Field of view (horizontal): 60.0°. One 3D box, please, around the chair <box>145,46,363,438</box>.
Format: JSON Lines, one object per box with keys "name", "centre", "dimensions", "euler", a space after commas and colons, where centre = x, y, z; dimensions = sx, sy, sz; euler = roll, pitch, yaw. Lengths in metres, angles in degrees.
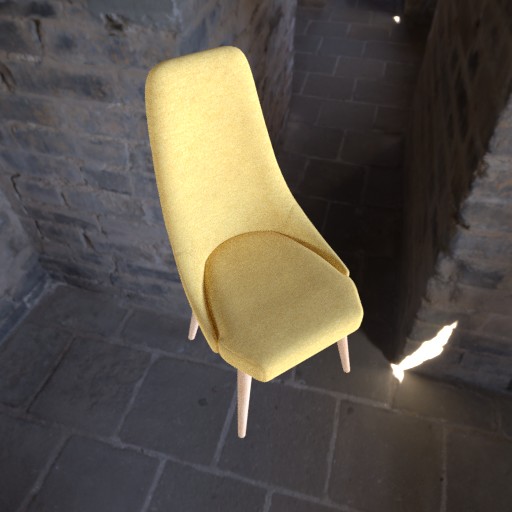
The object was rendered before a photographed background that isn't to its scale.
{"name": "chair", "centre": [0.000, 0.000, 1.398], "dimensions": [0.510, 1.040, 0.660], "euler": [-24, 52, -21]}
